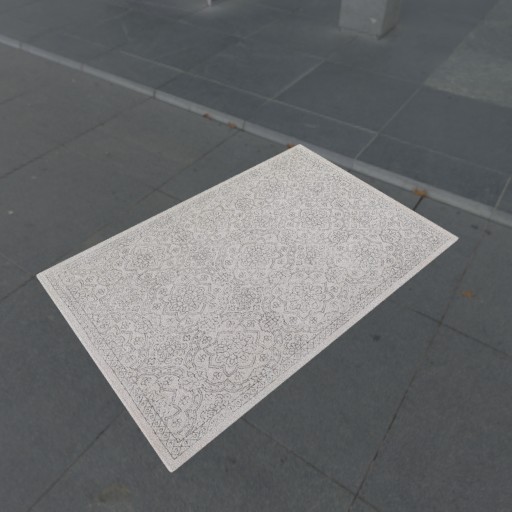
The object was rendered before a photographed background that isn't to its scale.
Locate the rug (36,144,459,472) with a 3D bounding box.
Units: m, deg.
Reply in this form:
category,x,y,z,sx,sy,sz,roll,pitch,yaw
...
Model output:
category,x,y,z,sx,sy,sz,roll,pitch,yaw
rug,0.000,0.000,2.858,2.286,0.011,1.524,-32,54,-27
